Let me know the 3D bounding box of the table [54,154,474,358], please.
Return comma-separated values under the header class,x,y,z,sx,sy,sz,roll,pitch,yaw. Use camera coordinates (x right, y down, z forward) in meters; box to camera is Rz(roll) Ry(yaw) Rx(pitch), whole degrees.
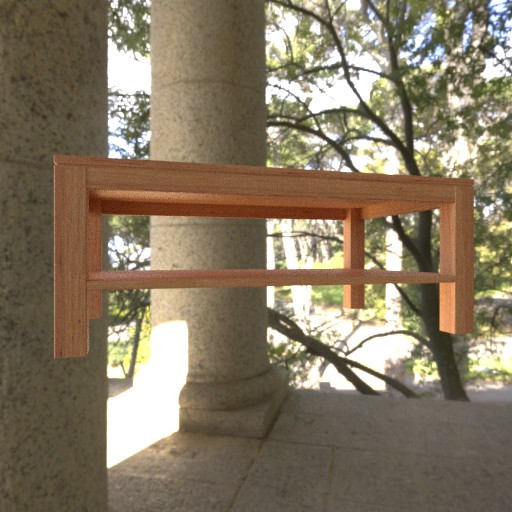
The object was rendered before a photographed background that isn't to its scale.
class,x,y,z,sx,sy,sz,roll,pitch,yaw
table,0.000,0.000,1.486,1.146,0.457,0.695,0,0,-16
